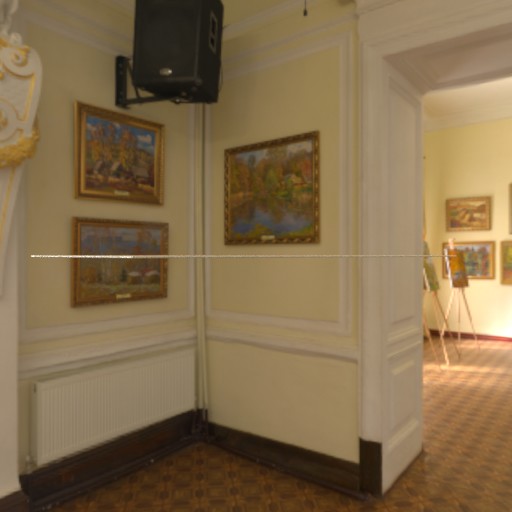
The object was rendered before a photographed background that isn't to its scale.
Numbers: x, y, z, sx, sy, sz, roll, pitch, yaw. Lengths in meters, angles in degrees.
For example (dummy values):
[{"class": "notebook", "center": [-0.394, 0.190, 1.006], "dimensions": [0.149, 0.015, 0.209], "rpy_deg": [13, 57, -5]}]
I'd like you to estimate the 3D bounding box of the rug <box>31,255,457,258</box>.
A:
[{"class": "rug", "center": [0.000, 0.000, 1.064], "dimensions": [0.868, 0.004, 0.556], "rpy_deg": [0, 0, -39]}]
